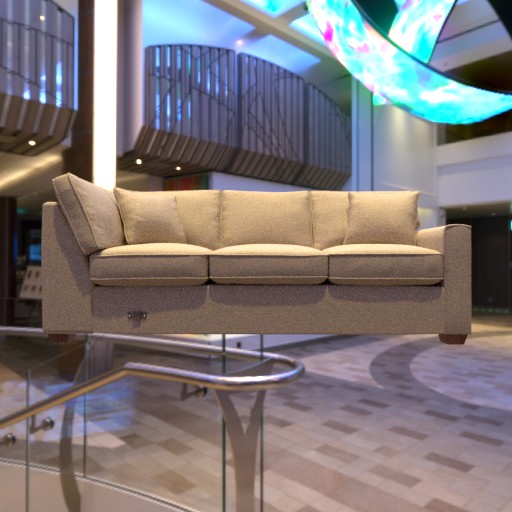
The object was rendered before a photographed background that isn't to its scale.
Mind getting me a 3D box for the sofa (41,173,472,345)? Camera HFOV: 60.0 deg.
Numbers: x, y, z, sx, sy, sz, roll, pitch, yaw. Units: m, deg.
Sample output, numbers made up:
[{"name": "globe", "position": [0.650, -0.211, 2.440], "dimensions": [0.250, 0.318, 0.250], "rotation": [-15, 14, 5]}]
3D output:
[{"name": "sofa", "position": [0.000, 0.000, 2.835], "dimensions": [2.317, 0.962, 1.061], "rotation": [0, -1, 1]}]
